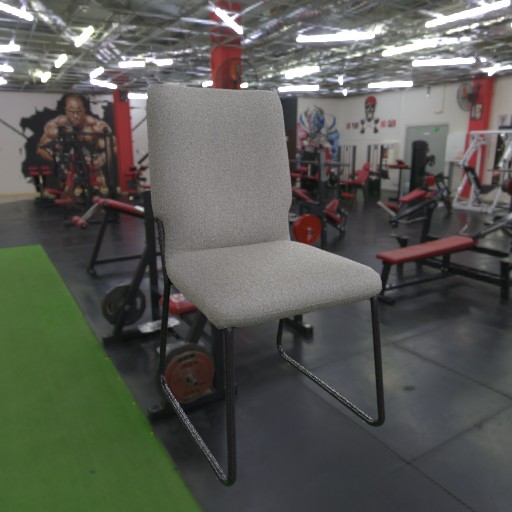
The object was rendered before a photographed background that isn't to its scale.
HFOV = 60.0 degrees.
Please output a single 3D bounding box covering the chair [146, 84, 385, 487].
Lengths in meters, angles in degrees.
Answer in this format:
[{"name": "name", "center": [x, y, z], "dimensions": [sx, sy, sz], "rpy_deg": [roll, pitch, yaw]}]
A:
[{"name": "chair", "center": [0.000, 0.000, 1.148], "dimensions": [0.448, 0.864, 0.560], "rpy_deg": [-8, 17, -28]}]
